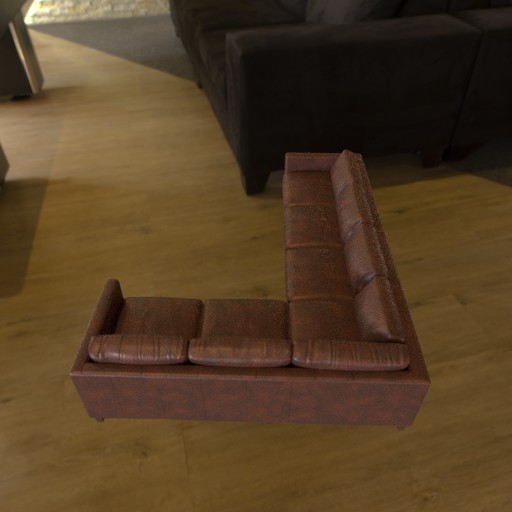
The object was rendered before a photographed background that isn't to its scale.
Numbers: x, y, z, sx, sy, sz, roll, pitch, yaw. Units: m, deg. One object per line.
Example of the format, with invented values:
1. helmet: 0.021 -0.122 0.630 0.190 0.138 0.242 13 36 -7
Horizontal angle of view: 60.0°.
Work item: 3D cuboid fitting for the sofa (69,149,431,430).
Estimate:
1. sofa: 0.000 0.000 4.314 2.438 0.836 3.152 1 41 1
